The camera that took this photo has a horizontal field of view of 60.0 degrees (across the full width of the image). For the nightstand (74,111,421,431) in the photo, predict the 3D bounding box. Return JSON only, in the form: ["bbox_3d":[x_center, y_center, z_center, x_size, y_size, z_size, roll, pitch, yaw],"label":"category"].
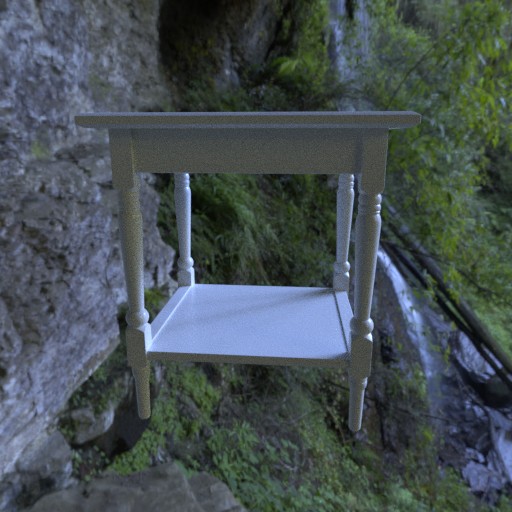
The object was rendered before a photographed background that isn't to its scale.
[{"bbox_3d":[0.000,0.000,0.932,0.505,0.555,0.459,1,15,5],"label":"nightstand"}]
